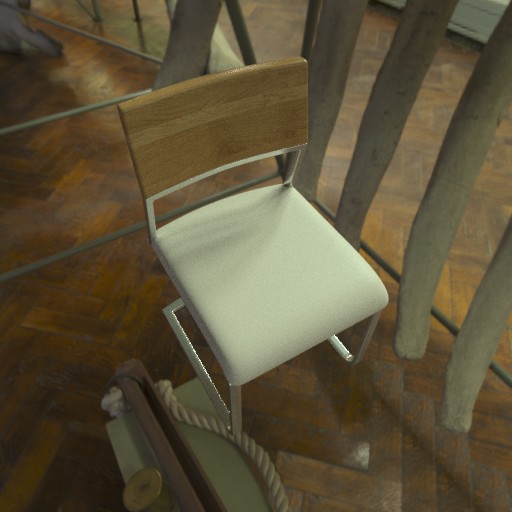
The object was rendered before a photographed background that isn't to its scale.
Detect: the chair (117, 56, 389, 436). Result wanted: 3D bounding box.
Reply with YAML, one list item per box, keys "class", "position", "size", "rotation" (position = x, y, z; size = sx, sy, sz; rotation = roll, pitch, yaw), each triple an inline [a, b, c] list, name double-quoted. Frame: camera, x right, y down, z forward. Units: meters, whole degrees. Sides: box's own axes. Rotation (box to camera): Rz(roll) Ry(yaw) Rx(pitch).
- class: "chair"
  position: [0.000, 0.000, 1.199]
  size: [0.467, 0.844, 0.585]
  rotation: [-23, 51, -20]
